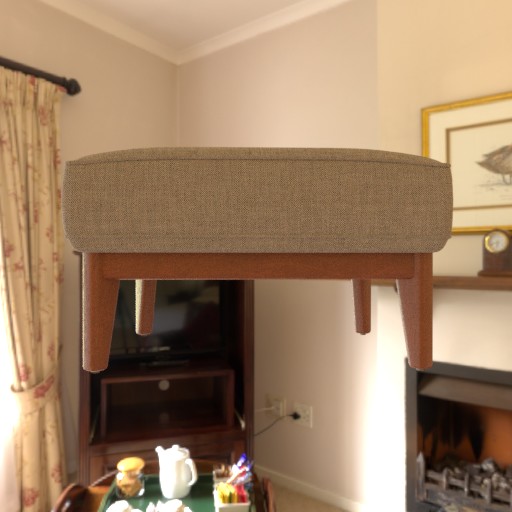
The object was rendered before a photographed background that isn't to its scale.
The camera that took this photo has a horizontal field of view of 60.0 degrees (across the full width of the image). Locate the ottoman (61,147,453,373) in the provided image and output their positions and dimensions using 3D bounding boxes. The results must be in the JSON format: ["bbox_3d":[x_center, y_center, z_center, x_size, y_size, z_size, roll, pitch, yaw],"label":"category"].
[{"bbox_3d":[0.000,0.000,1.088,0.750,0.458,0.555,0,-1,-2],"label":"ottoman"}]
